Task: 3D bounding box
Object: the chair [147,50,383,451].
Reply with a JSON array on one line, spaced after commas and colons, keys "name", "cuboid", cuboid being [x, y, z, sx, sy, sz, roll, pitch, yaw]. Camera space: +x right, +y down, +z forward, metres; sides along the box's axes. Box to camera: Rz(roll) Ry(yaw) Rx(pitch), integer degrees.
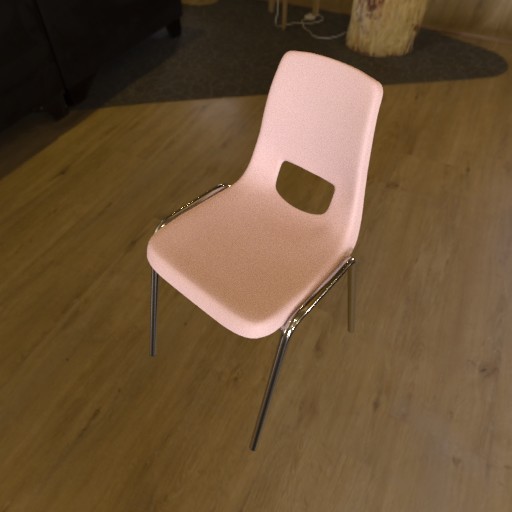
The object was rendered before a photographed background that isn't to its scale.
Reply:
[{"name": "chair", "cuboid": [0.000, 0.000, 0.946, 0.381, 0.704, 0.436, 34, 56, 27]}]
